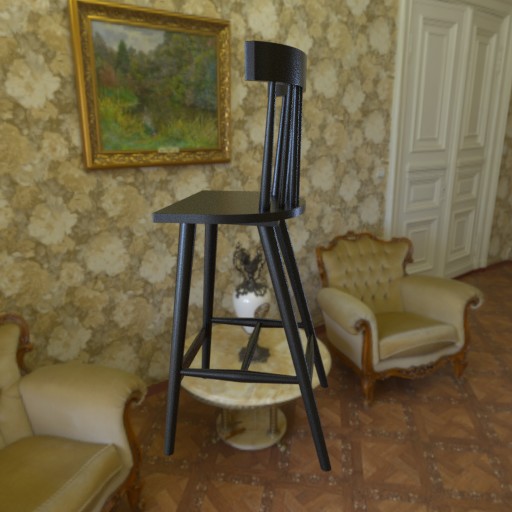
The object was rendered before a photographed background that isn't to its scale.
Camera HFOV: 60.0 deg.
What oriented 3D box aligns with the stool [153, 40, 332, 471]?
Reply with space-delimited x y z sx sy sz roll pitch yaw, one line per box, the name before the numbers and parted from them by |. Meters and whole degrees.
stool | 0.000 0.000 1.323 0.483 1.092 0.482 2 15 8
